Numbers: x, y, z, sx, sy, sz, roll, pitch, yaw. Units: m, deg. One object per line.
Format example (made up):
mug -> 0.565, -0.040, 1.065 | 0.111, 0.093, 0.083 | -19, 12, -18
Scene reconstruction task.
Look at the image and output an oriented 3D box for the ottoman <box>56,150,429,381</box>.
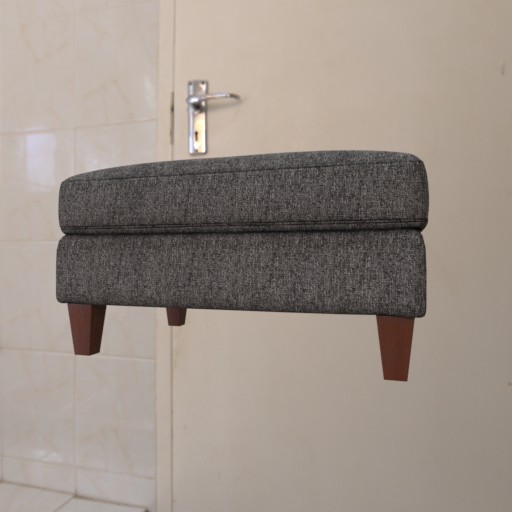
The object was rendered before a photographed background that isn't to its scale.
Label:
ottoman -> 0.000, 0.000, 1.209 | 0.864, 0.483, 0.584 | 0, 0, 17
